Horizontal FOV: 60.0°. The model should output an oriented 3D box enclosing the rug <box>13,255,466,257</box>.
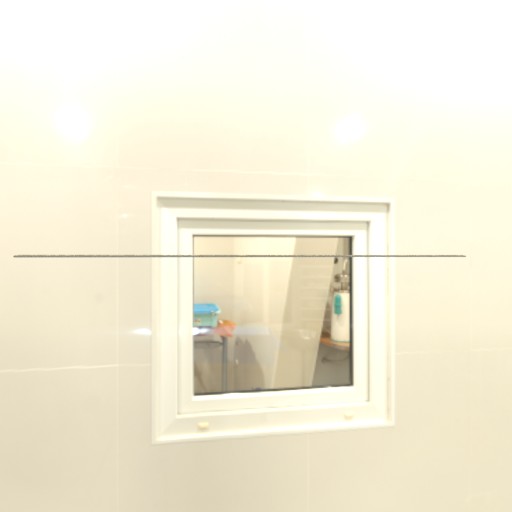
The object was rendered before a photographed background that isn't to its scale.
[{"bbox_3d":[0.000,0.000,2.368,2.196,0.011,0.662,0,0,-19],"label":"rug"}]
